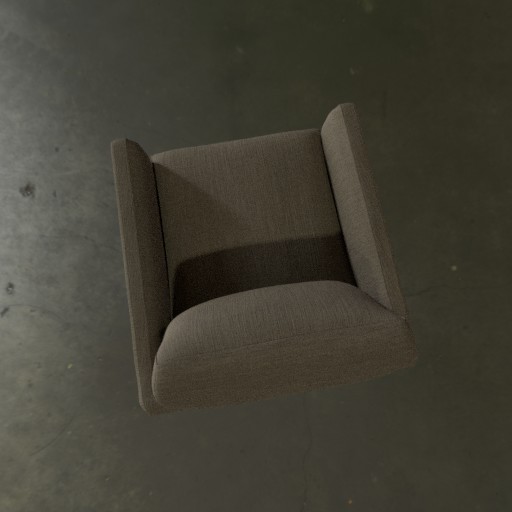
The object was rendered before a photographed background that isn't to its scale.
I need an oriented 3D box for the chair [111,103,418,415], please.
[{"bbox_3d":[0.000,0.000,1.431,0.763,0.811,0.834,-10,76,-2],"label":"chair"}]
